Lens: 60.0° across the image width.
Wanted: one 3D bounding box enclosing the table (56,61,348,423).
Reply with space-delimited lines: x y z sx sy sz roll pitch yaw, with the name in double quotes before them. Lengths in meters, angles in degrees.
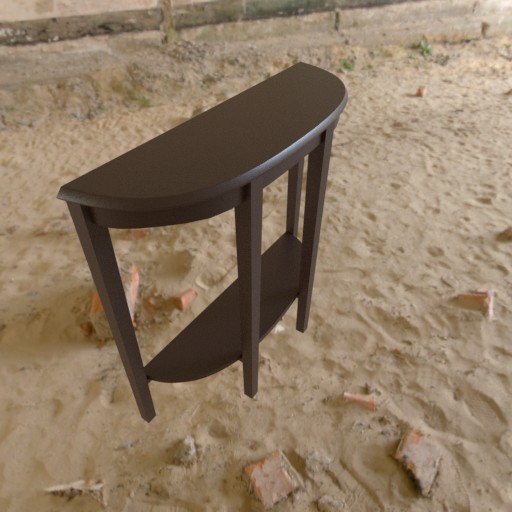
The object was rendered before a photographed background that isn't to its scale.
"table" 0.000 0.000 1.308 0.274 0.831 0.909 24 46 26
